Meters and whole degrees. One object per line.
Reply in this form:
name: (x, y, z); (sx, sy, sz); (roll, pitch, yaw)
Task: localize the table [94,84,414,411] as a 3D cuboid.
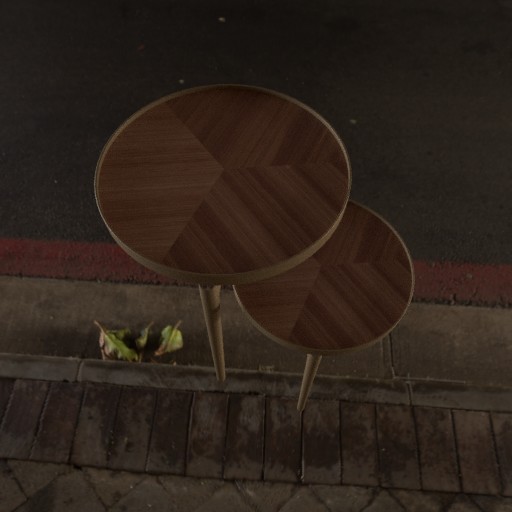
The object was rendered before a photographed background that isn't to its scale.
table: (0.000, 0.000, 1.136); (0.751, 0.555, 0.532); (32, 63, 18)
